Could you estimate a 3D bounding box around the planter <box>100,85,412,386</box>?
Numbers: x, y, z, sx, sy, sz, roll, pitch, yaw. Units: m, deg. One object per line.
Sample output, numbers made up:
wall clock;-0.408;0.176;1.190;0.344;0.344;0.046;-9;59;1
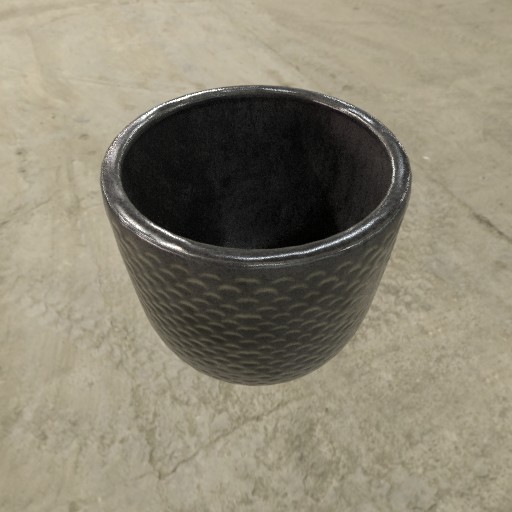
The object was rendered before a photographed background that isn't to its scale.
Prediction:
planter;0.000;0.000;0.351;0.197;0.191;0.197;0;46;0
